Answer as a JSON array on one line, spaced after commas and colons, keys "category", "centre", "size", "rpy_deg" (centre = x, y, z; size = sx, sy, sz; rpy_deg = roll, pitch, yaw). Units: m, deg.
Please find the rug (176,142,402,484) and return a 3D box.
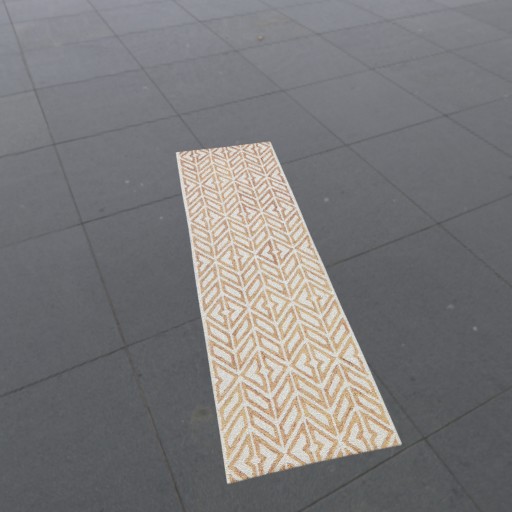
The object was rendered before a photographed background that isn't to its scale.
[{"category": "rug", "centre": [0.000, 0.000, 2.650], "size": [0.750, 0.009, 2.435], "rpy_deg": [-9, 46, -8]}]
